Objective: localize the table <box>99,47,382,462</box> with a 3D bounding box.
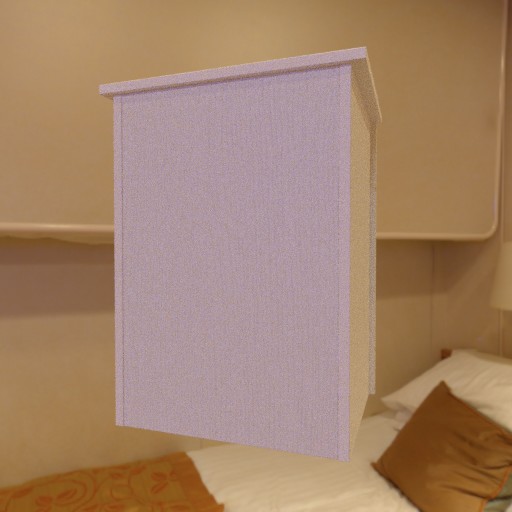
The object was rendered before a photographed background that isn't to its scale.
[{"bbox_3d":[0.000,0.000,0.925,0.480,0.635,0.381,0,1,19],"label":"table"}]
